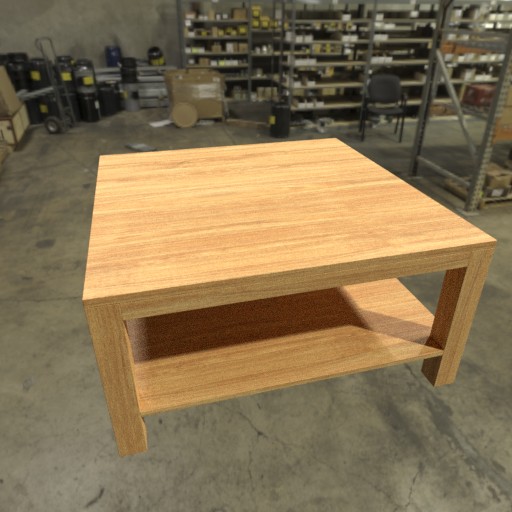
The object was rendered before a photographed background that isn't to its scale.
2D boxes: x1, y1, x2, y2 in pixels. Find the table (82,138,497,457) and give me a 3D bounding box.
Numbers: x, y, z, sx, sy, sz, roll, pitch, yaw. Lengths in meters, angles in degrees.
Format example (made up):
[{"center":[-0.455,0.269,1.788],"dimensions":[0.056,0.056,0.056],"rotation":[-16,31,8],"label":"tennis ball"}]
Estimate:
[{"center":[0.000,0.000,1.400],"dimensions":[0.900,0.450,0.900],"rotation":[-8,31,-13],"label":"table"}]
